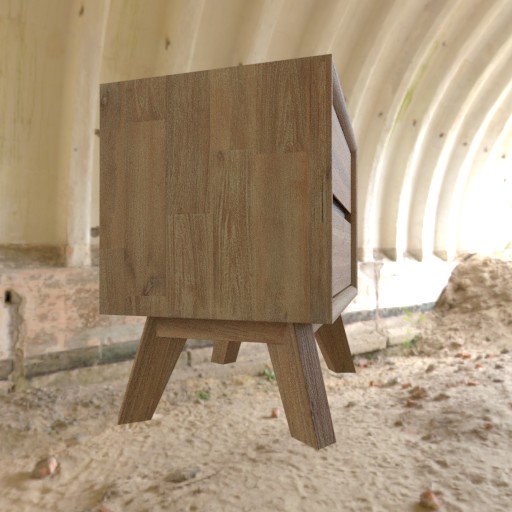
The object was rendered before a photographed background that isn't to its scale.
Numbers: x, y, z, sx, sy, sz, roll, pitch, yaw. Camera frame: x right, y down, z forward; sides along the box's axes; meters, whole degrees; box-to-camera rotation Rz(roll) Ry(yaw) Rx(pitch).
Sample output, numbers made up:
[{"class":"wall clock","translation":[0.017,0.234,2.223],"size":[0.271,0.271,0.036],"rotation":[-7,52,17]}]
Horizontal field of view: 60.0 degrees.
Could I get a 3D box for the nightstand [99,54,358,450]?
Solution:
[{"class":"nightstand","translation":[0.000,0.000,0.967],"size":[0.396,0.589,0.552],"rotation":[0,0,17]}]
